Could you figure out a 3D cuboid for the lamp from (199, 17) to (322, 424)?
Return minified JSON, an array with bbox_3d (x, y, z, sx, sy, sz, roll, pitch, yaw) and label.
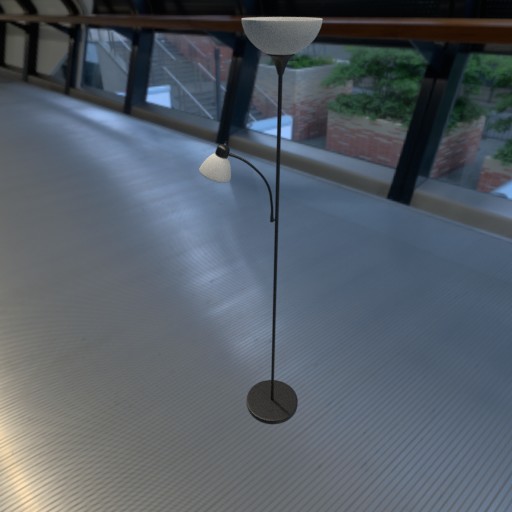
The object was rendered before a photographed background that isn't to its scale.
[{"bbox_3d":[0.000,0.000,1.910,0.442,1.804,0.279,1,30,2],"label":"lamp"}]
